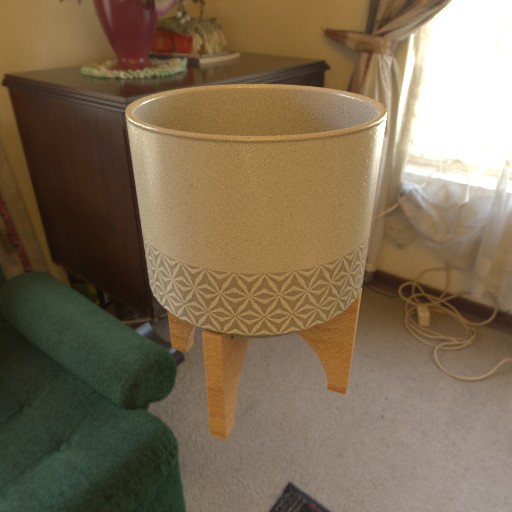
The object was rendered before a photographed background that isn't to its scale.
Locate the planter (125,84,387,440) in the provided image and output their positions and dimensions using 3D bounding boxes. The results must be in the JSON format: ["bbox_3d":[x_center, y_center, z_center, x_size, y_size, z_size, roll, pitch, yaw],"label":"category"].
[{"bbox_3d":[0.000,0.000,0.519,0.249,0.343,0.249,0,30,0],"label":"planter"}]
